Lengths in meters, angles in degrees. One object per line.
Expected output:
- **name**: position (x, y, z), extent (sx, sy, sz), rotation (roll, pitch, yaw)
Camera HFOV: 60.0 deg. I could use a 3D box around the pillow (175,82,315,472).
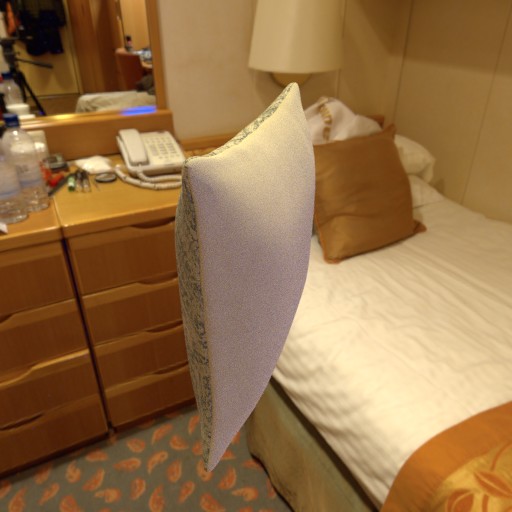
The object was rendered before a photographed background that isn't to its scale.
- **pillow**: position (0.000, 0.000, 0.787), extent (0.166, 0.510, 0.523), rotation (8, 31, 14)
